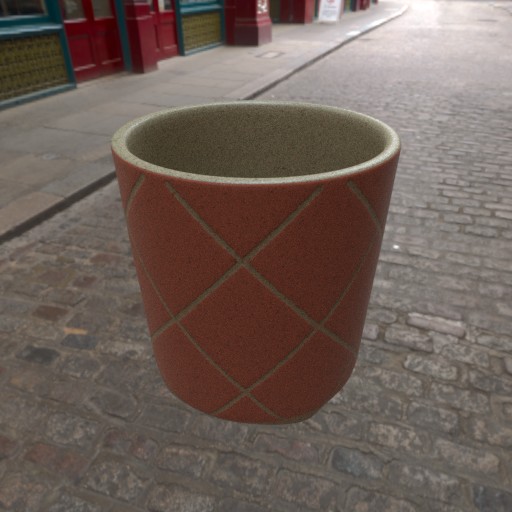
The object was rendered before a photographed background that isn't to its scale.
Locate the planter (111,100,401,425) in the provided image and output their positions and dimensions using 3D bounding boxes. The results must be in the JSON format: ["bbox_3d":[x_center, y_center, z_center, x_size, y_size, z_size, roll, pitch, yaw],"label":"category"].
[{"bbox_3d":[0.000,0.000,0.352,0.191,0.200,0.191,0,31,0],"label":"planter"}]
